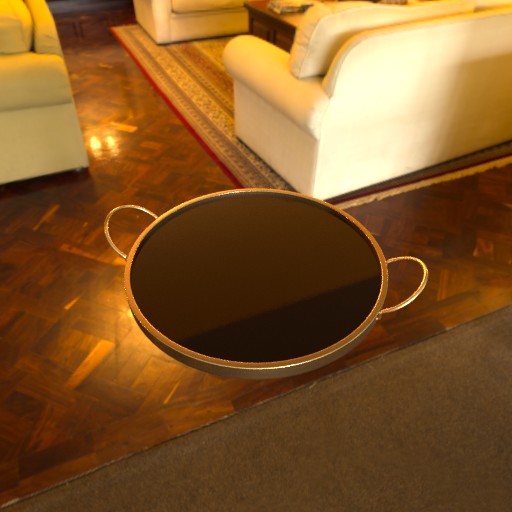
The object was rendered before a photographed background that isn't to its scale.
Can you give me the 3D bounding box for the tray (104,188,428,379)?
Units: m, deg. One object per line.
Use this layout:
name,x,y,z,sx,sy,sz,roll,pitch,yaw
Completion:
tray,0.000,0.000,0.748,0.543,0.069,0.438,11,43,13
